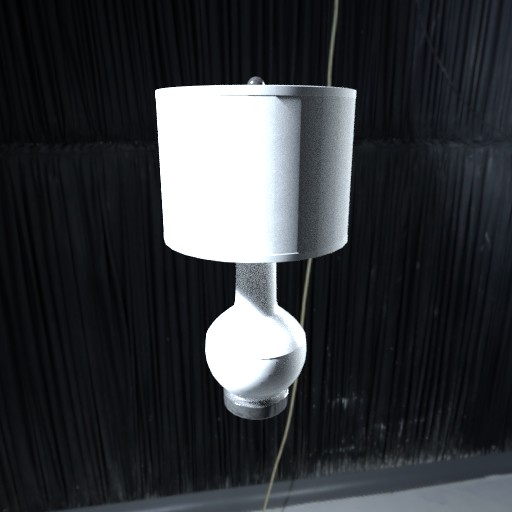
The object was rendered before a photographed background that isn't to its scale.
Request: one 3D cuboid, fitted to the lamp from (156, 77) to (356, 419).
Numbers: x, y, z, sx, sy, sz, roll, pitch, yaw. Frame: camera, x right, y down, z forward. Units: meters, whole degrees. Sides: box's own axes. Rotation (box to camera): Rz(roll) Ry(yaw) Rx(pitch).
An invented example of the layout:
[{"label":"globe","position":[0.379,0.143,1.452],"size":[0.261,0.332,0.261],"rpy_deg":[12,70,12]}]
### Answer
[{"label":"lamp","position":[0.000,0.000,0.894],"size":[0.357,0.673,0.357],"rpy_deg":[-3,18,-9]}]
